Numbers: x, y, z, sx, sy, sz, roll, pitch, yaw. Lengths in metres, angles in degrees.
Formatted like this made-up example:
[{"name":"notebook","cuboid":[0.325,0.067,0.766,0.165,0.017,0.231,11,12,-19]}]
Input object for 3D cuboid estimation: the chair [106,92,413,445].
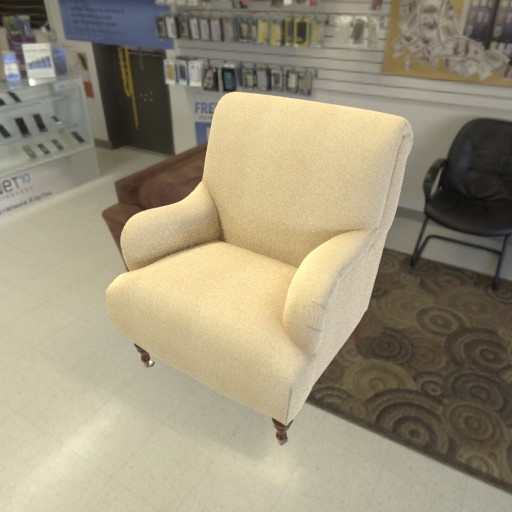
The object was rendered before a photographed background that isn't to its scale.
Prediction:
[{"name":"chair","cuboid":[0.000,0.000,1.572,0.766,0.944,0.842,20,37,28]}]
